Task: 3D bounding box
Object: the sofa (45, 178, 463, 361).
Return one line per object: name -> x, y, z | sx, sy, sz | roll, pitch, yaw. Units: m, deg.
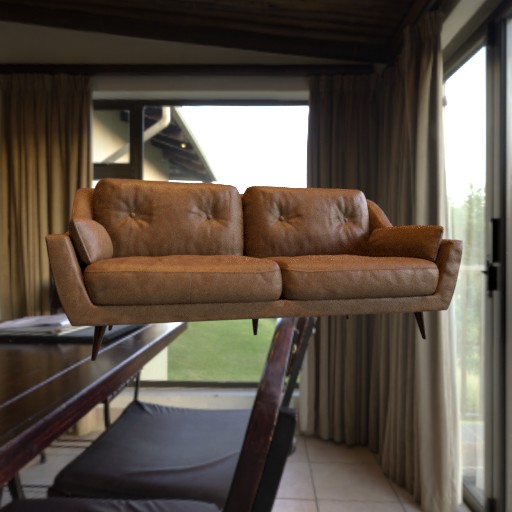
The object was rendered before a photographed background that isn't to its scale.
sofa -> 0.000, 0.000, 2.333 | 1.902, 0.839, 0.904 | 0, 0, -17
